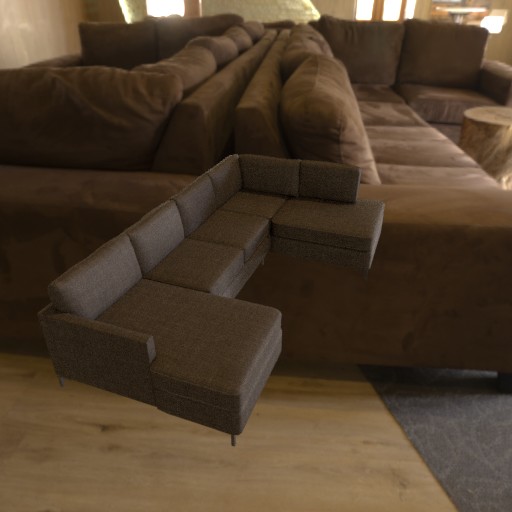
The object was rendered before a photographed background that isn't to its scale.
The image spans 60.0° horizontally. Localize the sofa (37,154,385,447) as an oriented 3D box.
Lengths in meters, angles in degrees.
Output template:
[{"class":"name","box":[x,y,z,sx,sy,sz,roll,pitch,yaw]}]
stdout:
[{"class":"sofa","box":[0.000,0.000,4.286,2.048,0.999,3.423,11,32,18]}]
